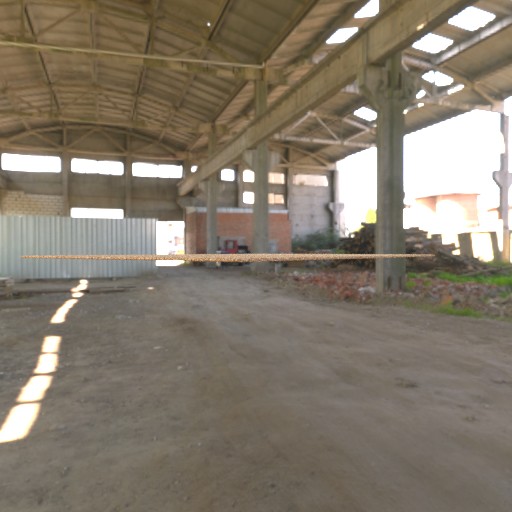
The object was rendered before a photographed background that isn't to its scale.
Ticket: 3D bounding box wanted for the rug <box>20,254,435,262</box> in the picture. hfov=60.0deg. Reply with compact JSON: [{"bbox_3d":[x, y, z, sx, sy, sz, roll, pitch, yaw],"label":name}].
[{"bbox_3d":[0.000,0.000,2.747,1.566,0.013,2.141,0,1,38],"label":"rug"}]
